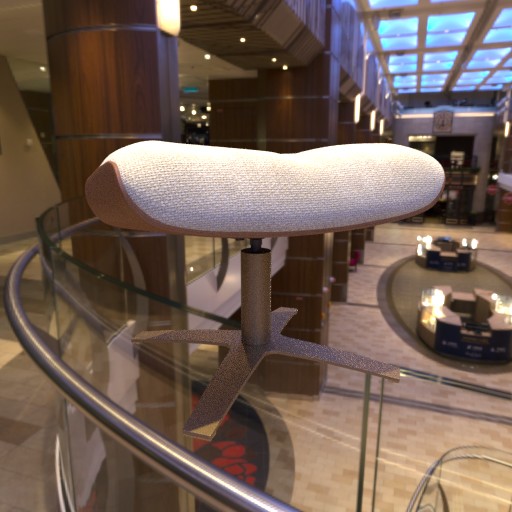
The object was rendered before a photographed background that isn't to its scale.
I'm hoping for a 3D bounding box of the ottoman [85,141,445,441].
[{"bbox_3d":[0.000,0.000,0.792,0.520,0.391,0.394,-7,15,-26],"label":"ottoman"}]
